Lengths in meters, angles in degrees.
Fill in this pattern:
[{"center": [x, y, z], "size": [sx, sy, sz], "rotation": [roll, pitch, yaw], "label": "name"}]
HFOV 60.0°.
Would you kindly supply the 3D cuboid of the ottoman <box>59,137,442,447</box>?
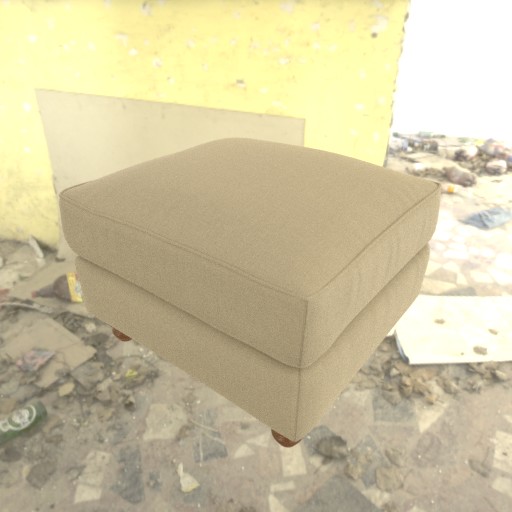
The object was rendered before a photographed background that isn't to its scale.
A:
[{"center": [0.000, 0.000, 1.145], "size": [0.716, 0.505, 0.662], "rotation": [21, 36, 32], "label": "ottoman"}]
